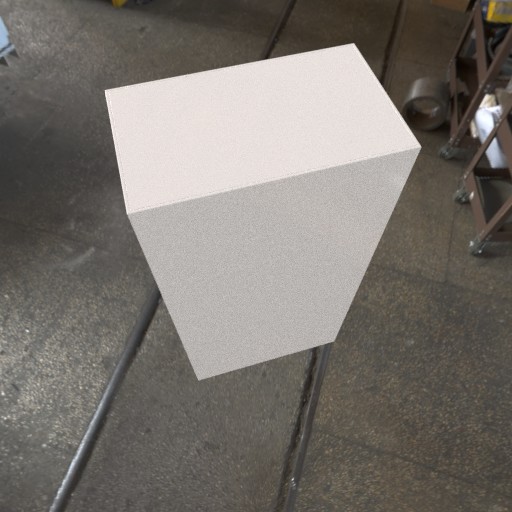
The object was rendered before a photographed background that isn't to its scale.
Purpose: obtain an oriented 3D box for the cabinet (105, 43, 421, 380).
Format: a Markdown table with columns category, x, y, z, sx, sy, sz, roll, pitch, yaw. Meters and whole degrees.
| category | x | y | z | sx | sy | sz | roll | pitch | yaw |
| --- | --- | --- | --- | --- | --- | --- | --- | --- | --- |
| cabinet | 0.000 | 0.000 | 2.376 | 0.980 | 1.920 | 0.580 | -14 | 61 | -8 |
